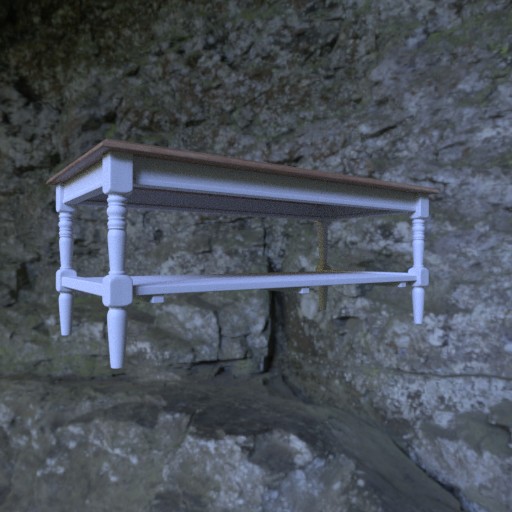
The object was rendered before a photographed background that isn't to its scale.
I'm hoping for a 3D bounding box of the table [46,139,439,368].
[{"bbox_3d":[0.000,0.000,1.399,1.118,0.458,0.559,0,0,-35],"label":"table"}]
